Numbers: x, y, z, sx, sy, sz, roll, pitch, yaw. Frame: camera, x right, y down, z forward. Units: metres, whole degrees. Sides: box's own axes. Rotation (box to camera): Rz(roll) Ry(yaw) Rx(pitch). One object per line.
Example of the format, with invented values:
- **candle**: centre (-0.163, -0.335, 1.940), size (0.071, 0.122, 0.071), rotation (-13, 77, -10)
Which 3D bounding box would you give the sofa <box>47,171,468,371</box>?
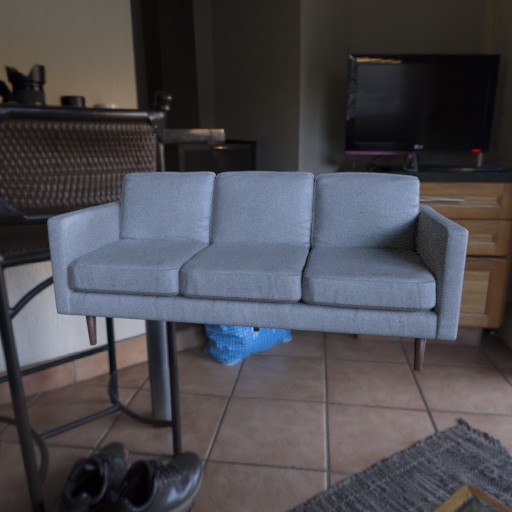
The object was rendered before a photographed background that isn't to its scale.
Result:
- **sofa**: centre (0.000, 0.000, 2.502), size (1.983, 0.918, 0.944), rotation (2, 14, 10)
